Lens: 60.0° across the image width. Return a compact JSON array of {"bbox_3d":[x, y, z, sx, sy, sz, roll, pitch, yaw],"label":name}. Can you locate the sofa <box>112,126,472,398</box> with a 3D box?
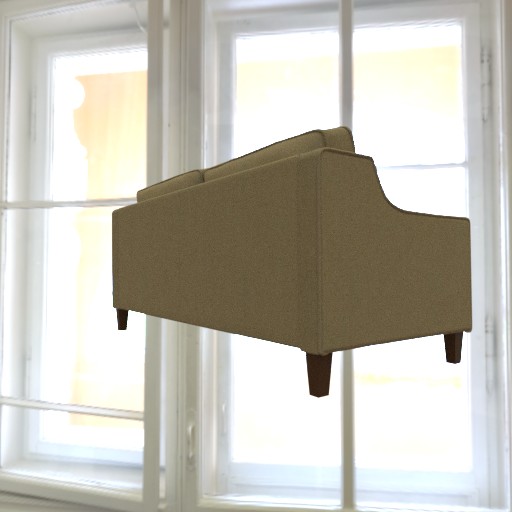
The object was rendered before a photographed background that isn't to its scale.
[{"bbox_3d":[0.000,0.000,2.737,1.066,1.071,2.178,1,-2,-37],"label":"sofa"}]
